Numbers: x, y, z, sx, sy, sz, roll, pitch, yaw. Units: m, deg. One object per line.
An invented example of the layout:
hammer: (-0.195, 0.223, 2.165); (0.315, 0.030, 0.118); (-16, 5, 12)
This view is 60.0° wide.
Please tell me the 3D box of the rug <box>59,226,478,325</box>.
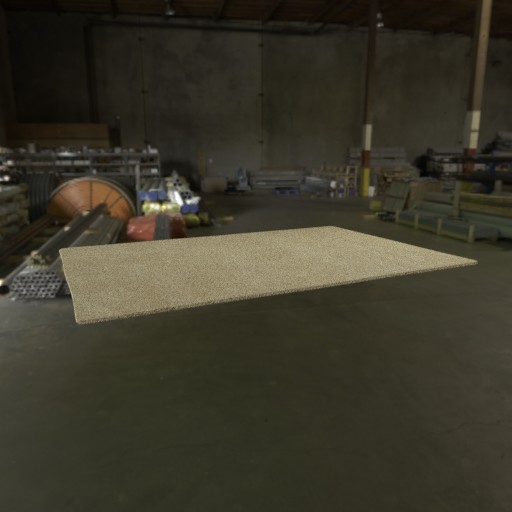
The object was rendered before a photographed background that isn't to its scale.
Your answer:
rug: (0.000, 0.000, 3.396); (2.700, 0.024, 1.801); (-6, 14, -25)
